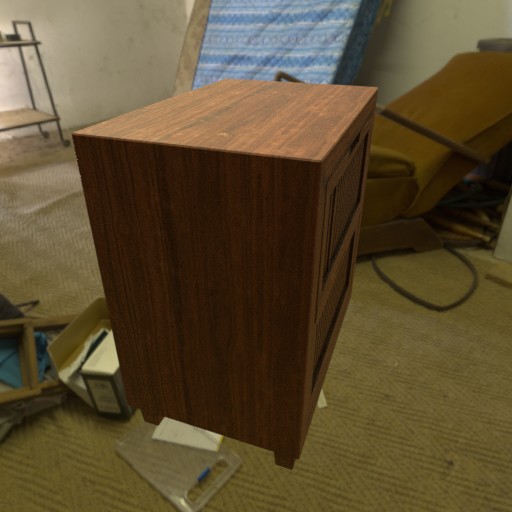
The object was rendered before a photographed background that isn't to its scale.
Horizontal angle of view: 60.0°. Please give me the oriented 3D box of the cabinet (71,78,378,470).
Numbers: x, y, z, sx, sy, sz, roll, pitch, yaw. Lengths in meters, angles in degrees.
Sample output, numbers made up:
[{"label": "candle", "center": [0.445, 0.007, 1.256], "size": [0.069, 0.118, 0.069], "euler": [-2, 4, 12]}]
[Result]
[{"label": "cabinet", "center": [0.000, 0.000, 1.058], "size": [0.410, 0.695, 0.607], "euler": [10, 32, 17]}]
